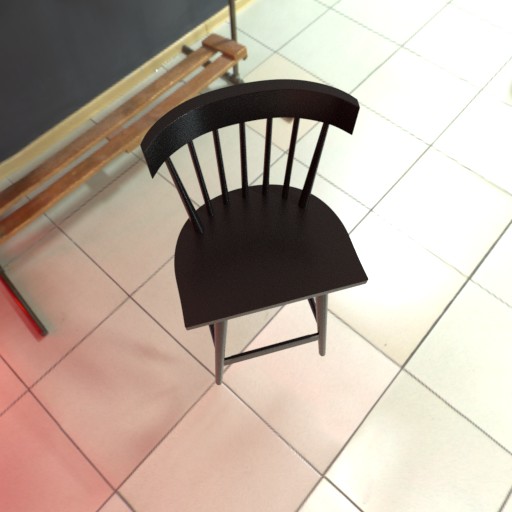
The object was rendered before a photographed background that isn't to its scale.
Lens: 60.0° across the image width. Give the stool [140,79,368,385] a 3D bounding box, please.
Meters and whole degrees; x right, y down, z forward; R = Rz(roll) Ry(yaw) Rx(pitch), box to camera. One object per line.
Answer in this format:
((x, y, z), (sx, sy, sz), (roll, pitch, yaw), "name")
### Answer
((0.000, 0.000, 1.355), (0.482, 1.092, 0.483), (-14, 65, -7), "stool")
